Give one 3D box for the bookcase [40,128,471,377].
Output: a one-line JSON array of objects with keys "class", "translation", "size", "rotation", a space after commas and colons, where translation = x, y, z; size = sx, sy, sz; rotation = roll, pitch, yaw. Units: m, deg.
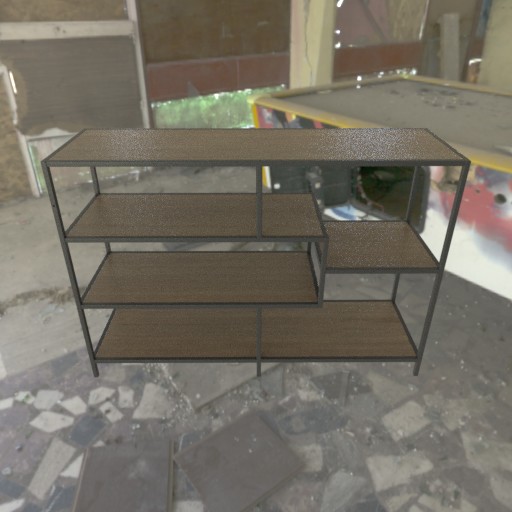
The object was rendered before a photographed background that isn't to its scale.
[{"class": "bookcase", "translation": [0.000, 0.000, 1.517], "size": [1.140, 0.780, 0.350], "rotation": [0, 30, 0]}]
